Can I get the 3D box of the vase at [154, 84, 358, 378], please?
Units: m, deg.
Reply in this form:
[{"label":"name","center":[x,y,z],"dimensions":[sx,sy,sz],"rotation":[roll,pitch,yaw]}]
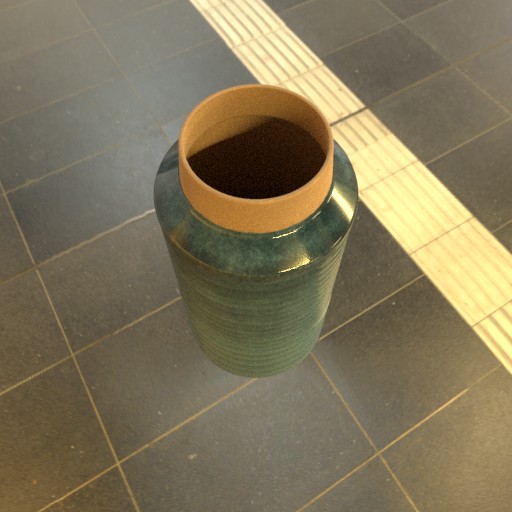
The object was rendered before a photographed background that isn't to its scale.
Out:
[{"label":"vase","center":[0.000,0.000,0.413],"dimensions":[0.163,0.316,0.163],"rotation":[0,63,0]}]
